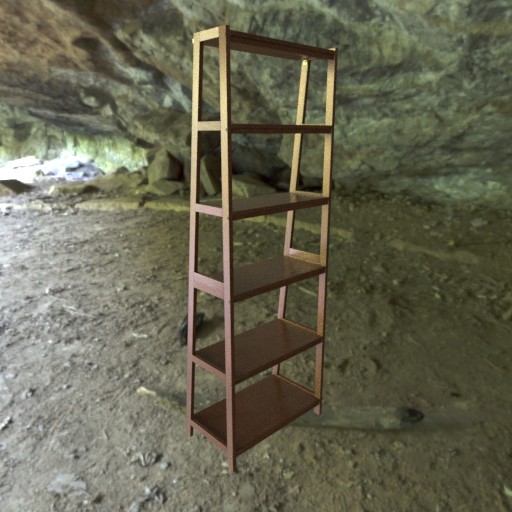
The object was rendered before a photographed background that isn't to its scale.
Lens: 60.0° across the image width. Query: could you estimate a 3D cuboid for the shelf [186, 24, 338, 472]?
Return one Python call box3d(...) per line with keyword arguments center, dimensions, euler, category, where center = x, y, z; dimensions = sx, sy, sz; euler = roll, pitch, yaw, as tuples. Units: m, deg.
box3d(center=(0.000, 0.000, 2.163), dimensions=(0.660, 1.892, 0.382), euler=(-14, 21, -41), category="shelf")
